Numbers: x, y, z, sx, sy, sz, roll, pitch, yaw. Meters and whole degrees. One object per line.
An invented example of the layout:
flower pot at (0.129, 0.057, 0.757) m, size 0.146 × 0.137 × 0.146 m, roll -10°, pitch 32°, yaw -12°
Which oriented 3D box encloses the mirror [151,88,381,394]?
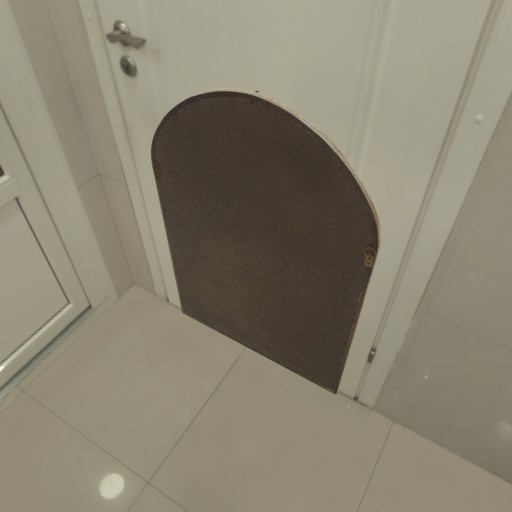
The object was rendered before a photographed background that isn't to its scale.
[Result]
mirror at (0.000, 0.000, 1.180) m, size 0.609 × 0.915 × 0.032 m, roll 24°, pitch 51°, yaw 21°
